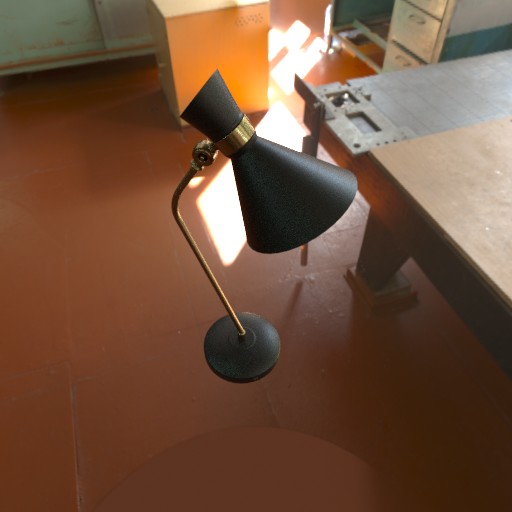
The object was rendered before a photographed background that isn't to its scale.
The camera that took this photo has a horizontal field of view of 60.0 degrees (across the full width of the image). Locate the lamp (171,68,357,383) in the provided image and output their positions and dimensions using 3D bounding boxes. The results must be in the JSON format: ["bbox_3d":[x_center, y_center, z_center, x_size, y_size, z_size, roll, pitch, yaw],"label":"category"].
[{"bbox_3d":[0.000,0.000,0.775,0.292,0.647,0.189,11,48,10],"label":"lamp"}]
